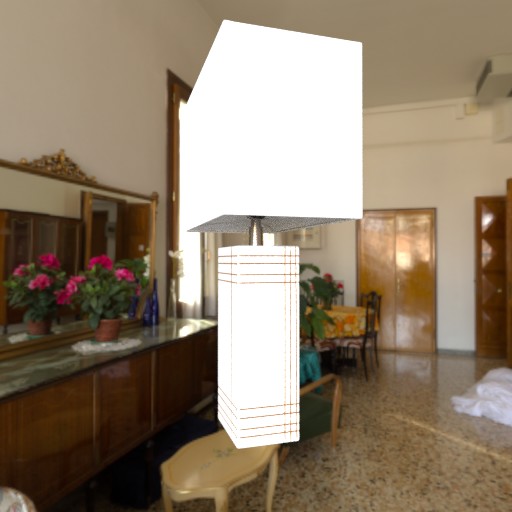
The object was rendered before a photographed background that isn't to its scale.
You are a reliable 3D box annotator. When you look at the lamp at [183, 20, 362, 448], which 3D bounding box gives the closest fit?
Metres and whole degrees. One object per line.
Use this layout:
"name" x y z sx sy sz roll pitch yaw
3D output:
"lamp" 0.000 0.000 0.695 0.182 0.543 0.334 0 -1 -17
